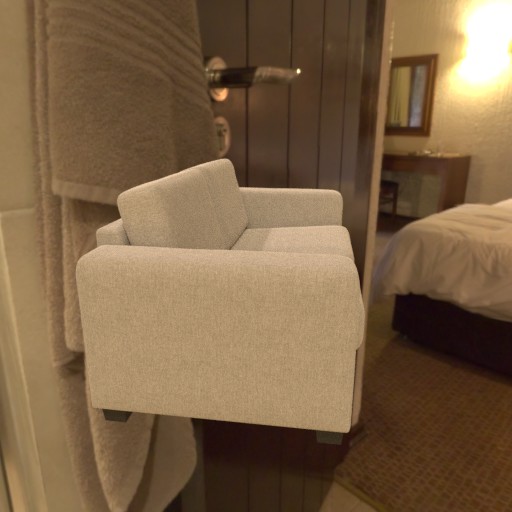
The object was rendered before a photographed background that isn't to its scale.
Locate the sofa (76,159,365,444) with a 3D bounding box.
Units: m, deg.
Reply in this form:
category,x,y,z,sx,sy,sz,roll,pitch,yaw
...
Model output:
category,x,y,z,sx,sy,sz,roll,pitch,yaw
sofa,0.000,0.000,2.044,0.900,0.800,1.540,3,17,8
